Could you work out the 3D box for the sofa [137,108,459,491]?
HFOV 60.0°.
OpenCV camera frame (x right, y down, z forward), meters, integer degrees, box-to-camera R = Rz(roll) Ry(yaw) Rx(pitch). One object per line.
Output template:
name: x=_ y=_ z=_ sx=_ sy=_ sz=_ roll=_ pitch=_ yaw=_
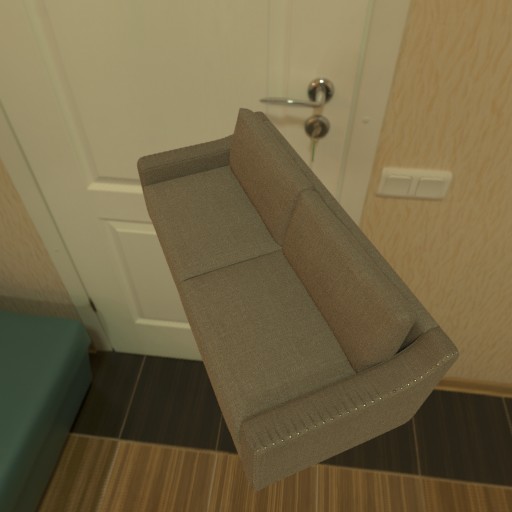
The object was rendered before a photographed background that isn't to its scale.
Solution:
sofa: x=0.000 y=0.000 z=2.662 sx=1.000 sy=0.857 sz=2.208 roll=-17 pitch=49 yaw=-15
